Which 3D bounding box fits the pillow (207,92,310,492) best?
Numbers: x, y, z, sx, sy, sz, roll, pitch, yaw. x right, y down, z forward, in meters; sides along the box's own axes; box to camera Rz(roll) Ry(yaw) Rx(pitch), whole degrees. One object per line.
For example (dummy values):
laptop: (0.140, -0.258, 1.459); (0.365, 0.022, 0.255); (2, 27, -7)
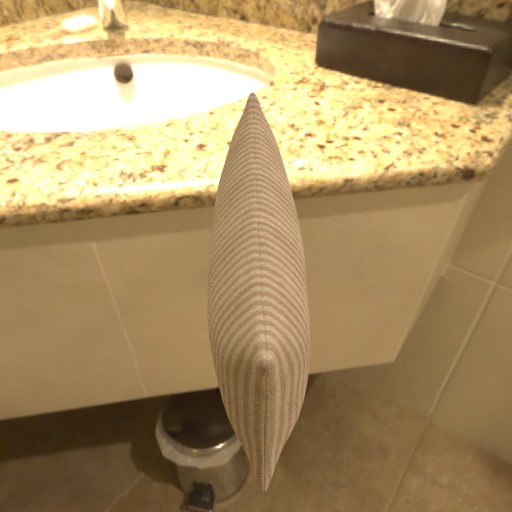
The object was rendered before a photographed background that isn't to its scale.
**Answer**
pillow: (0.000, 0.000, 0.711); (0.151, 0.295, 0.617); (-1, 42, -1)
